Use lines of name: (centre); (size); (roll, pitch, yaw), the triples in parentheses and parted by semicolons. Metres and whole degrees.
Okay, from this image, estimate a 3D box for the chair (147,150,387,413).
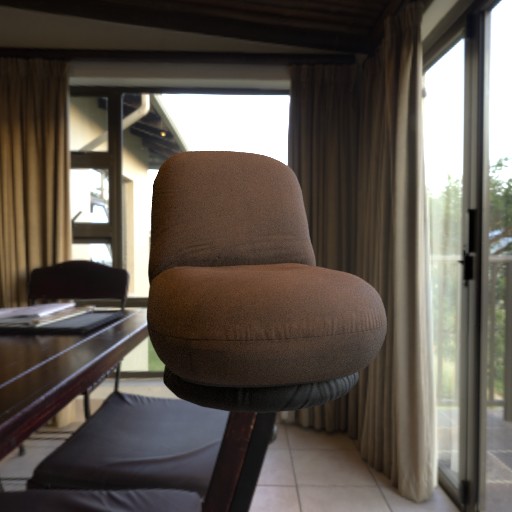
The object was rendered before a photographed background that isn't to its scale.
chair: (0.000, 0.000, 1.062); (0.521, 0.594, 0.597); (-1, 2, -19)
